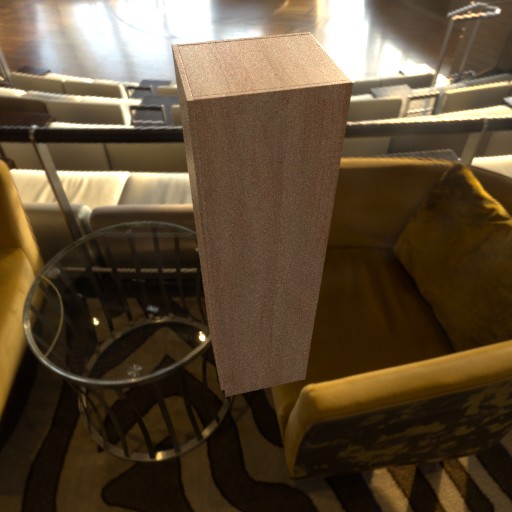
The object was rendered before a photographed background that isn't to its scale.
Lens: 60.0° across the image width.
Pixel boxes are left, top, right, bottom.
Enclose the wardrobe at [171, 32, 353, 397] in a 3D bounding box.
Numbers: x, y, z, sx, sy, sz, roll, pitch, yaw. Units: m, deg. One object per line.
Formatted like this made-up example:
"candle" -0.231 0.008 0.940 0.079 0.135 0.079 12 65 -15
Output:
"wardrobe" 0.000 0.000 2.441 0.588 2.117 0.496 -10 47 -9
